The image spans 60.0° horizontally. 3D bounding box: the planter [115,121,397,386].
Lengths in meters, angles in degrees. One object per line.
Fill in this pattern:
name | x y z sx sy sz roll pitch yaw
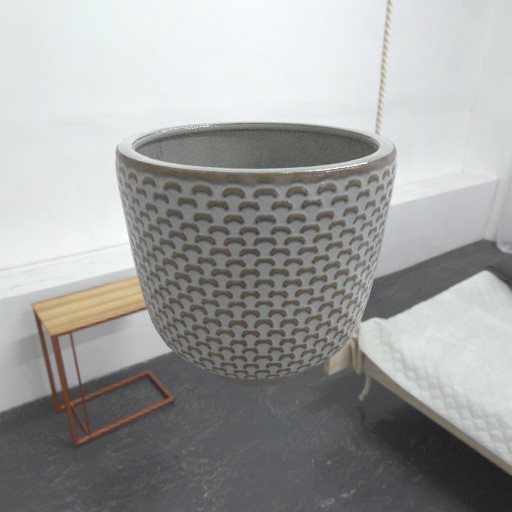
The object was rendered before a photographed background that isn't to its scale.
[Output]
planter | 0.000 0.000 0.251 0.139 0.130 0.139 0 25 0
